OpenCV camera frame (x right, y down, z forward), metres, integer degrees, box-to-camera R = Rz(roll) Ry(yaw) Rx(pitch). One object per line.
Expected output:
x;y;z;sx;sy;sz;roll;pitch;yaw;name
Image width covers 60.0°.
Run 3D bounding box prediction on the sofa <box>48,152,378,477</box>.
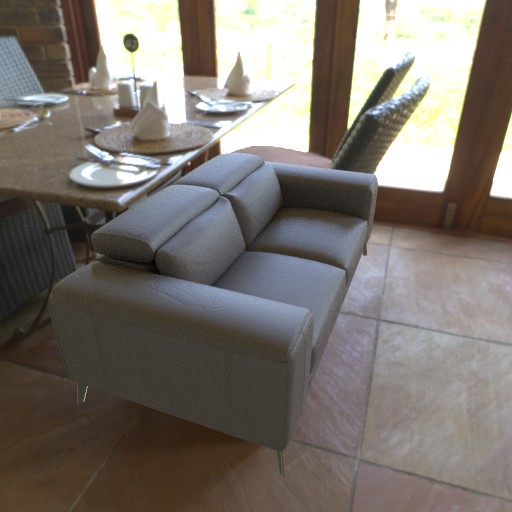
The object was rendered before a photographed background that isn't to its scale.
0.000;0.000;2.421;1.024;0.753;1.930;11;31;19;sofa
